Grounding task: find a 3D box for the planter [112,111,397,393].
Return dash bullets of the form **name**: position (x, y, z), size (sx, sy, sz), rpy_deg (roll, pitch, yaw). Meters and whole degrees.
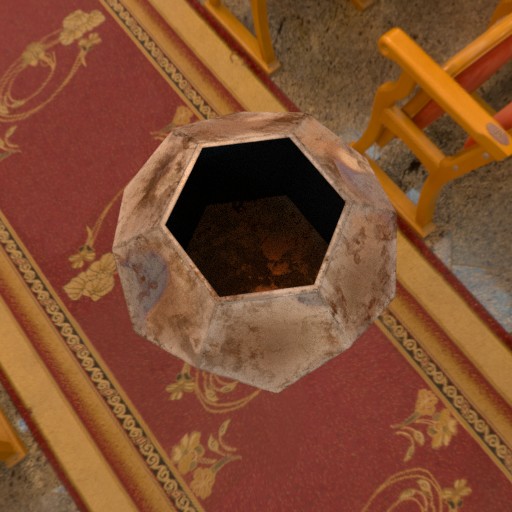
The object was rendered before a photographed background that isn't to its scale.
- **planter**: position (0.000, 0.000, 0.416), size (0.243, 0.238, 0.221), rpy_deg (-37, 79, -9)
